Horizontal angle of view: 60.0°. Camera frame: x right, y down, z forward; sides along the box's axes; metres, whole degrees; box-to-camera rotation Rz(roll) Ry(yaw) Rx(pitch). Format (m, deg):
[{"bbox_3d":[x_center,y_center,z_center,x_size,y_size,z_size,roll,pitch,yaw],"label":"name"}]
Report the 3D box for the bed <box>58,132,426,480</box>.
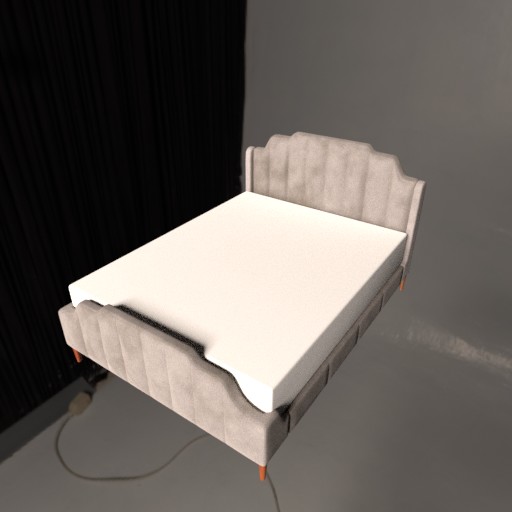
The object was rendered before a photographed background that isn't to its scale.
[{"bbox_3d":[0.000,0.000,3.279,1.676,1.245,2.340,19,35,29],"label":"bed"}]
